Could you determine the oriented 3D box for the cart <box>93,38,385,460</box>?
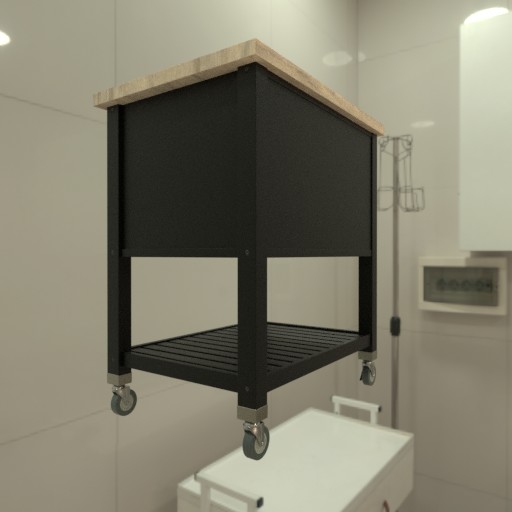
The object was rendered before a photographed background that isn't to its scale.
[{"bbox_3d":[0.000,0.000,1.420,0.567,0.920,0.797,0,0,35],"label":"cart"}]
